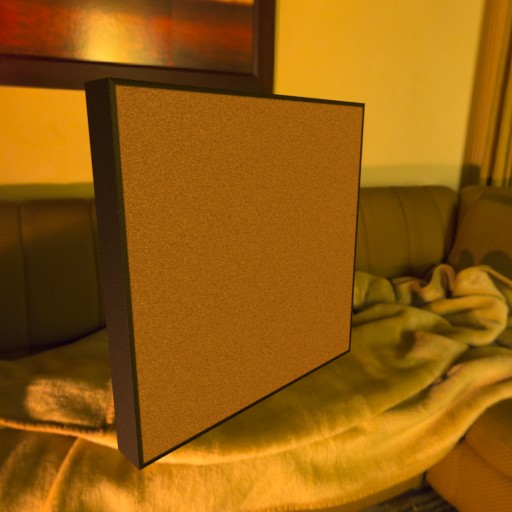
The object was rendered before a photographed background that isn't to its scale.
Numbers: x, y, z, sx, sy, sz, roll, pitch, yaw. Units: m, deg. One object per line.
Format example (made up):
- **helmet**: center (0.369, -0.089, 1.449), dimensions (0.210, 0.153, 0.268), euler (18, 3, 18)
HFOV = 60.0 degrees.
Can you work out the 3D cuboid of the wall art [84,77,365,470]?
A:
- **wall art**: center (0.000, 0.000, 0.442), dimensions (0.304, 0.303, 0.037), euler (-14, 20, -43)
